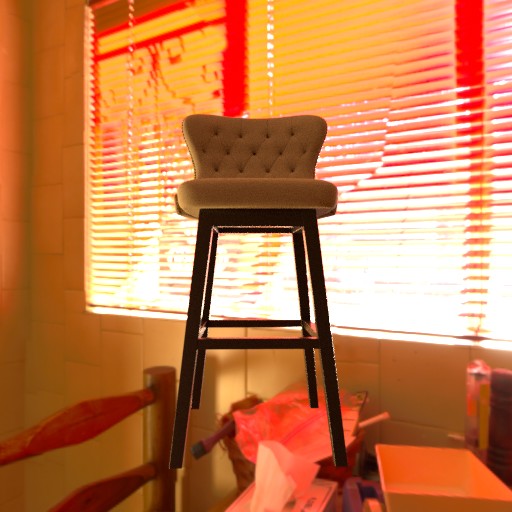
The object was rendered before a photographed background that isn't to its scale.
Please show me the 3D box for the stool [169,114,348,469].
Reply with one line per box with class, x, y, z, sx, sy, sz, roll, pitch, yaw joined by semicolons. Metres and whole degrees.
stool;0.000;0.000;1.416;0.528;1.066;0.605;0;-1;-1
